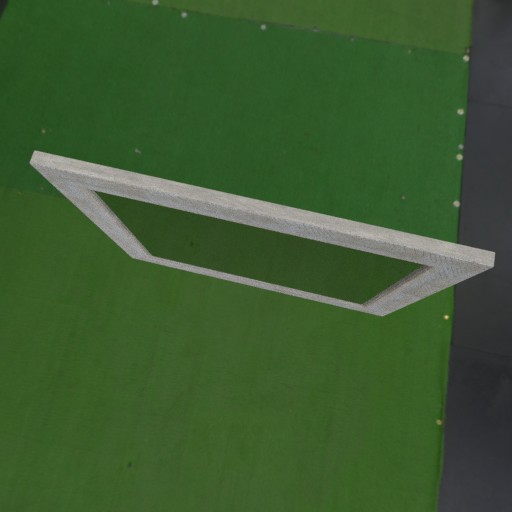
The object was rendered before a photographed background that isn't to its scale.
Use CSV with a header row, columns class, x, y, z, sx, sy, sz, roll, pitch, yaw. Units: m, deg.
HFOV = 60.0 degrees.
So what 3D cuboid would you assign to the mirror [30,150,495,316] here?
class,x,y,z,sx,sy,sz,roll,pitch,yaw
mirror,0.000,0.000,1.113,0.839,0.689,0.028,13,76,3
